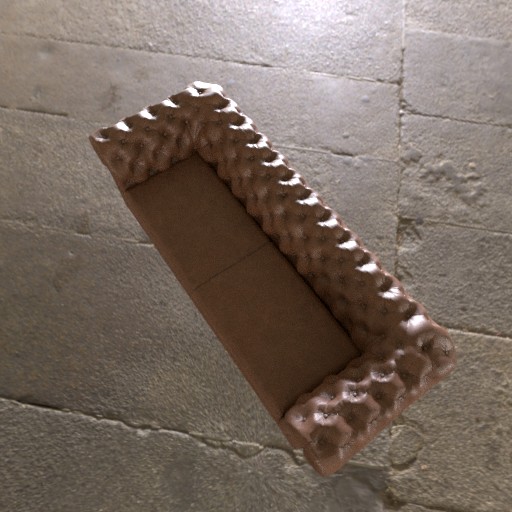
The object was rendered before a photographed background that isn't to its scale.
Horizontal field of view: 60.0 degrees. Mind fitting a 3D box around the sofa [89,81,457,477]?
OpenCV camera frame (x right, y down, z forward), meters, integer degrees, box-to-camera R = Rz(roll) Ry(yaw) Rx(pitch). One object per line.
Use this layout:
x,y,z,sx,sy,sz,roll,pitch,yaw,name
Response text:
0.000,0.000,2.756,0.944,0.783,2.385,-33,68,-15,sofa
